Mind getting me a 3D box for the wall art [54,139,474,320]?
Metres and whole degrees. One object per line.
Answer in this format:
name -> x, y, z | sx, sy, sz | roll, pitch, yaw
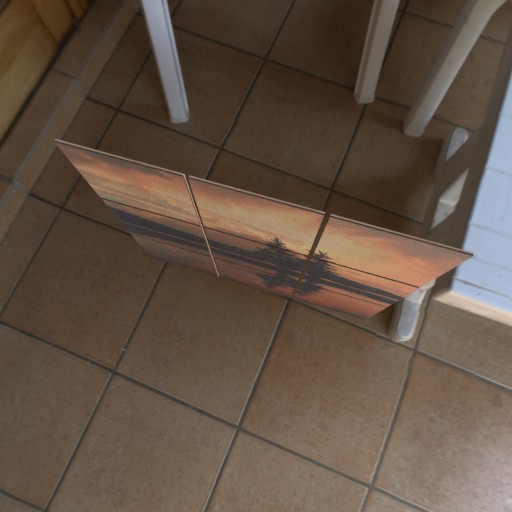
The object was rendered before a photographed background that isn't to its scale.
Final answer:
wall art -> 0.000, 0.000, 2.275 | 1.520, 1.525, 0.013 | 16, 74, 5
